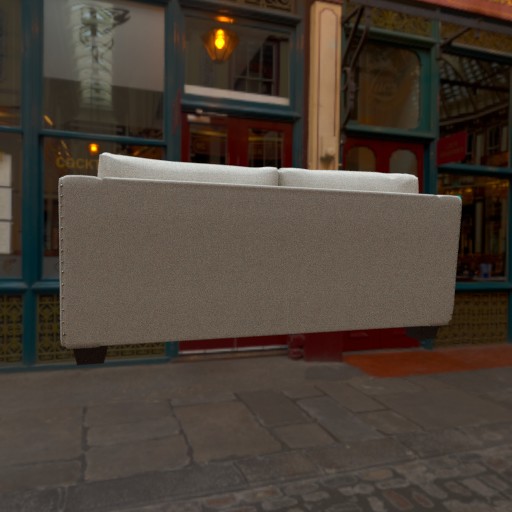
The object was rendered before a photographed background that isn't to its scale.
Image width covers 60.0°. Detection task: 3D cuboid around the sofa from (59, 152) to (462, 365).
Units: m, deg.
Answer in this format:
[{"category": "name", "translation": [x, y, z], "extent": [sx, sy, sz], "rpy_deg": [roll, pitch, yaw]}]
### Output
[{"category": "sofa", "translation": [0.000, 0.000, 2.697], "extent": [2.107, 0.983, 1.104], "rpy_deg": [0, 0, -19]}]
